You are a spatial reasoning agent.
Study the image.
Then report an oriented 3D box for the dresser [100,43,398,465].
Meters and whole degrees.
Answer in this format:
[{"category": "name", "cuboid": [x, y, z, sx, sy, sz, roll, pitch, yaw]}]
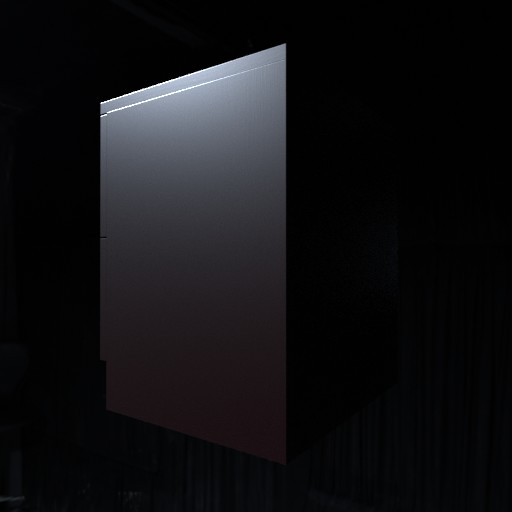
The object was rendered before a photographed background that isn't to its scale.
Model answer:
[{"category": "dresser", "cuboid": [0.000, 0.000, 0.759, 0.360, 0.470, 0.400, 0, 0, 35]}]
